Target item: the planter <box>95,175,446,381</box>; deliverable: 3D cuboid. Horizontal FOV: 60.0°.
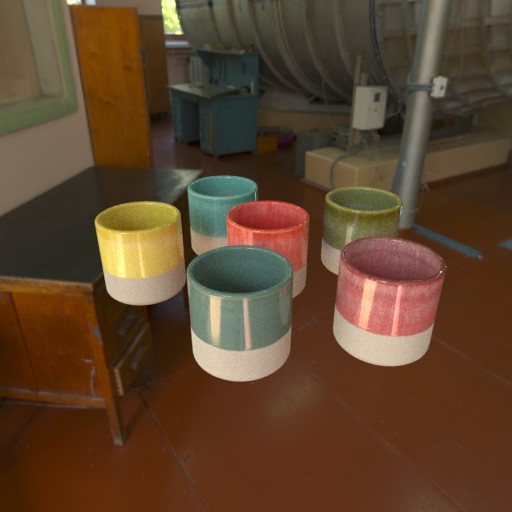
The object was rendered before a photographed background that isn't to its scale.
[{"bbox_3d":[0.000,0.000,0.409,0.286,0.075,0.257,0,27,1],"label":"planter"}]
